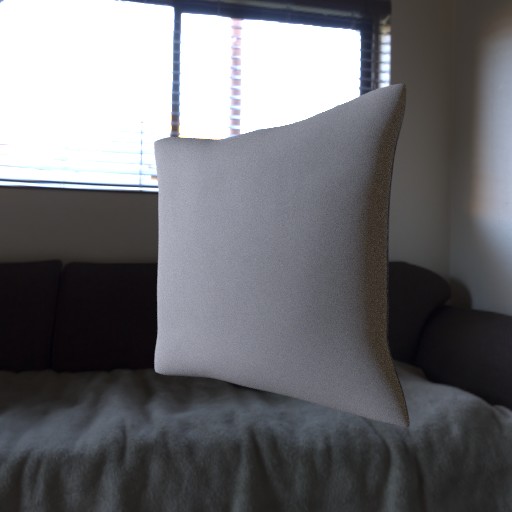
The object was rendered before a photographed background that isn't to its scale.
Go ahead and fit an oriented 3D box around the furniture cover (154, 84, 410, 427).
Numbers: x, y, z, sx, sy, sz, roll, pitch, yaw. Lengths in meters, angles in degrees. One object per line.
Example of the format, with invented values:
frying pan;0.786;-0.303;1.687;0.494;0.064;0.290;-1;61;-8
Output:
furniture cover;0.000;0.000;0.809;0.552;0.509;0.193;0;0;36
